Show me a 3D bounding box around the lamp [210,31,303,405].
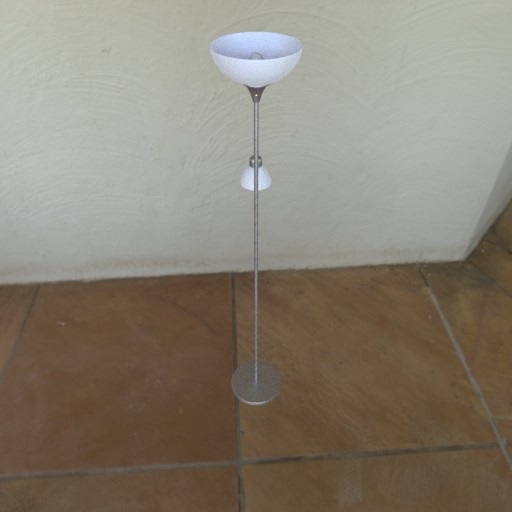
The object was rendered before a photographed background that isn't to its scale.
[{"bbox_3d":[0.000,0.000,1.961,0.279,1.804,0.425,0,42,0],"label":"lamp"}]
